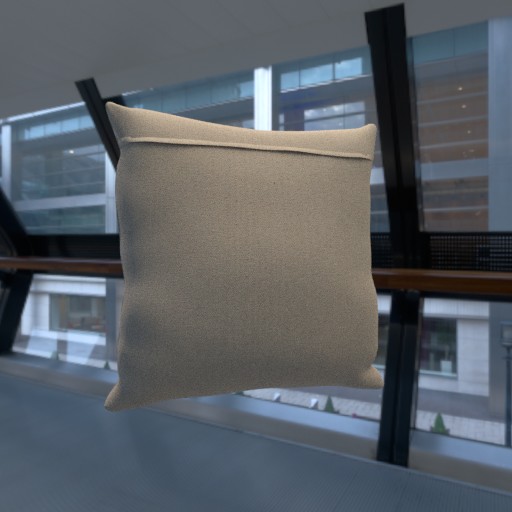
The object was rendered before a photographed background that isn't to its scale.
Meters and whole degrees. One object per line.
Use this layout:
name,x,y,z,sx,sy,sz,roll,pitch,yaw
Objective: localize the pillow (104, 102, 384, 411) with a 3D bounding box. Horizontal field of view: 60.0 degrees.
pillow,0.000,0.000,0.680,0.440,0.441,0.182,0,0,-18
